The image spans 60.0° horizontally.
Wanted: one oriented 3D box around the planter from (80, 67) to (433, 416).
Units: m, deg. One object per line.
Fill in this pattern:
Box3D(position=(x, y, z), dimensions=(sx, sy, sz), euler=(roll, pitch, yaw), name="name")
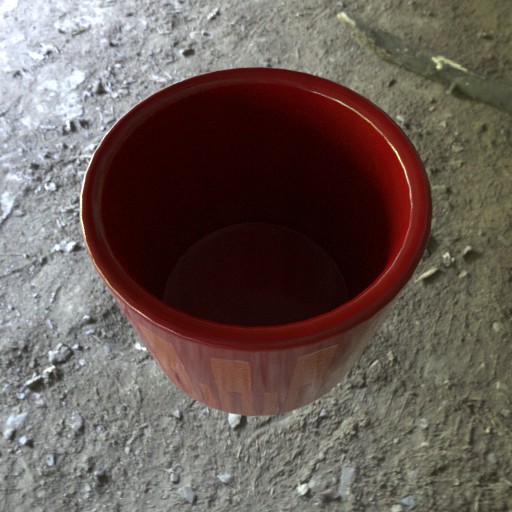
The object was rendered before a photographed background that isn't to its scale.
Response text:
Box3D(position=(0.000, 0.000, 0.377), dimensions=(0.230, 0.202, 0.230), euler=(0, 60, 0), name="planter")
